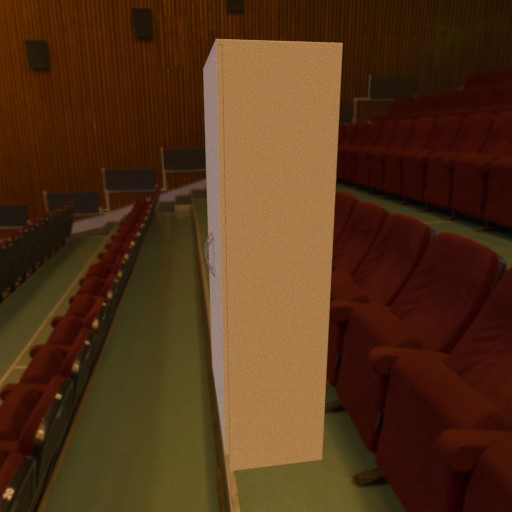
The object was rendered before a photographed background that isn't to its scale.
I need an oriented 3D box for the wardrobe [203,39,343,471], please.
[{"bbox_3d":[0.000,0.000,2.066,0.470,1.700,0.760,-3,16,-9],"label":"wardrobe"}]
